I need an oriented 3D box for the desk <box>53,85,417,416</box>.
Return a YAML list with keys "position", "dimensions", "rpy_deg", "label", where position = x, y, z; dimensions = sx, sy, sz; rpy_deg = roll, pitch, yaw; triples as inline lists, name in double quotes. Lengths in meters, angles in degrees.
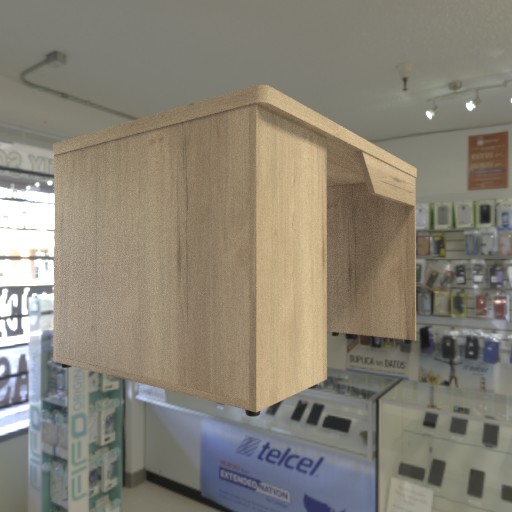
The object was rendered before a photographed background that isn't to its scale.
- position: [0.000, 0.000, 1.724]
  dimensions: [0.900, 0.760, 1.169]
  rpy_deg: [0, -1, 36]
  label: "desk"
